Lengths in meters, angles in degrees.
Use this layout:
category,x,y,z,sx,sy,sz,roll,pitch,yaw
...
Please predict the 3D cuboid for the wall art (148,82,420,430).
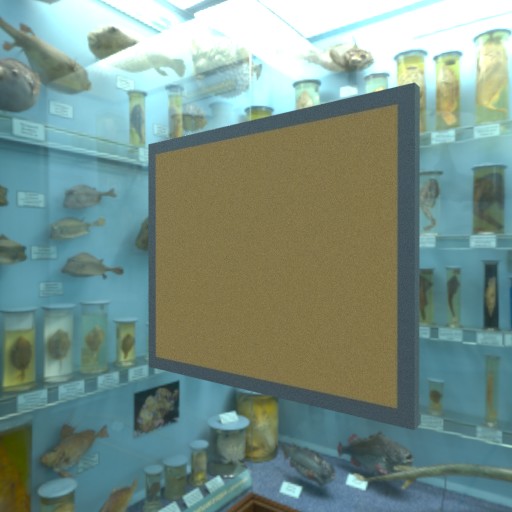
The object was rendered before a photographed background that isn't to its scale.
category,x,y,z,sx,sy,sz,roll,pitch,yaw
wall art,0.000,0.000,0.921,0.660,0.558,0.026,0,0,37
